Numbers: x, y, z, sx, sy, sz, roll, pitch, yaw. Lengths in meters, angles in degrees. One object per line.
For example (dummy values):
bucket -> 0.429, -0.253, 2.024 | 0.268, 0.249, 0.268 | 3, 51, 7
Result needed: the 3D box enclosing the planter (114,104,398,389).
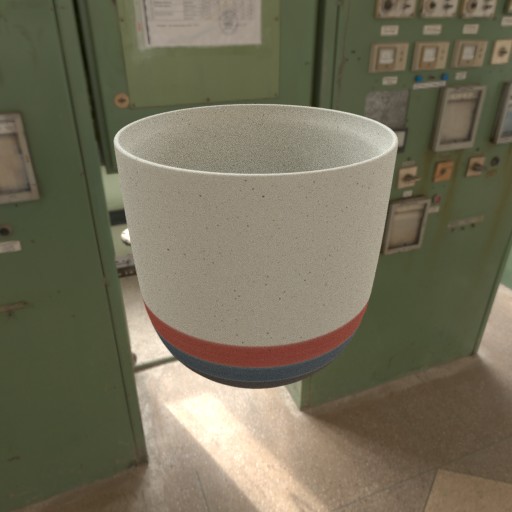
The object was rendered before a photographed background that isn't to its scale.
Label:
planter -> 0.000, 0.000, 0.381 | 0.204, 0.214, 0.204 | 0, 29, 0
